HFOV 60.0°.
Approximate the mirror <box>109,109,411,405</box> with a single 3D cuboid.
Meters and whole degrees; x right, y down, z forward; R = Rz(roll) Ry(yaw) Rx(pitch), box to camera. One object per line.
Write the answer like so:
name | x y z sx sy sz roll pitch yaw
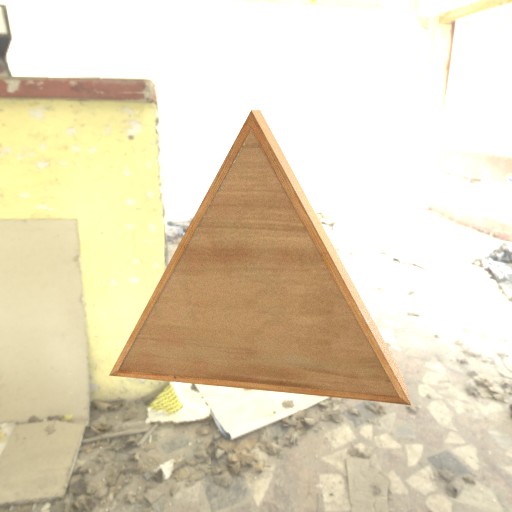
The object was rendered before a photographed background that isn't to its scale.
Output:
mirror | 0.000 0.000 0.874 0.631 0.548 0.100 3 19 9
